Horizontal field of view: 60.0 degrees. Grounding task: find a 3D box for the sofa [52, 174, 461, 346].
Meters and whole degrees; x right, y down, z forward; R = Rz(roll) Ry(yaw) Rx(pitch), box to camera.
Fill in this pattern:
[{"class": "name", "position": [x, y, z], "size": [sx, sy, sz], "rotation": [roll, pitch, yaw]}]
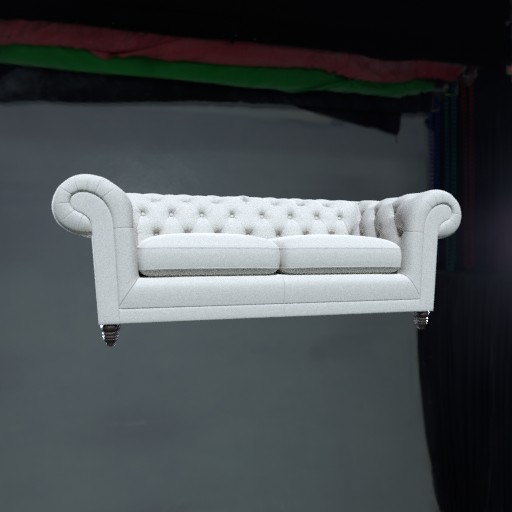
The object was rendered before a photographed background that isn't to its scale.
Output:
[{"class": "sofa", "position": [0.000, 0.000, 2.528], "size": [1.998, 0.764, 0.986], "rotation": [0, 0, -16]}]
